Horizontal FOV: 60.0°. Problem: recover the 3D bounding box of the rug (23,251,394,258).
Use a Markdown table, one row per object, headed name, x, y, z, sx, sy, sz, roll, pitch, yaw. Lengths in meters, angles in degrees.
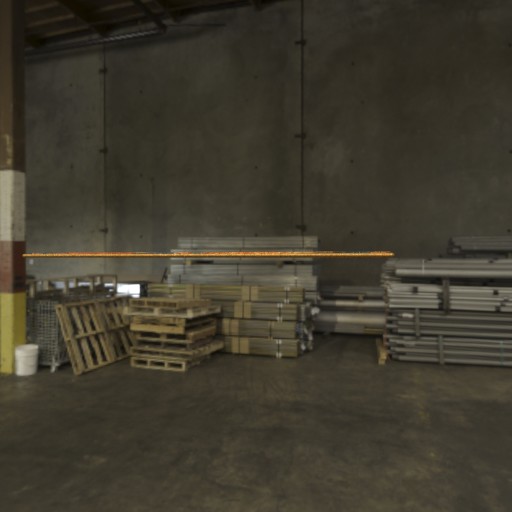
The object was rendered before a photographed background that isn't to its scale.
| name | x | y | z | sx | sy | sz | roll | pitch | yaw |
| --- | --- | --- | --- | --- | --- | --- | --- | --- | --- |
| rug | 0.000 | 0.000 | 4.139 | 2.435 | 0.031 | 3.040 | 0 | 0 | 17 |
